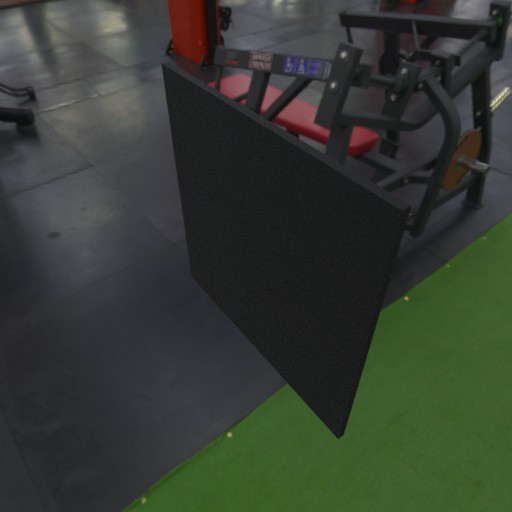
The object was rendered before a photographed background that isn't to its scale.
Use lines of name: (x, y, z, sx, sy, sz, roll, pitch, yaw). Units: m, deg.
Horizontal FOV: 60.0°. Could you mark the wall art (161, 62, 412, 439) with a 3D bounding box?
wall art: (0.000, 0.000, 0.691, 0.013, 0.458, 0.456, -27, 49, -26)
